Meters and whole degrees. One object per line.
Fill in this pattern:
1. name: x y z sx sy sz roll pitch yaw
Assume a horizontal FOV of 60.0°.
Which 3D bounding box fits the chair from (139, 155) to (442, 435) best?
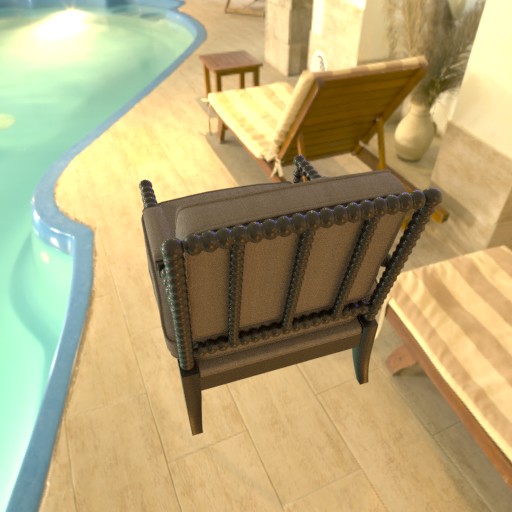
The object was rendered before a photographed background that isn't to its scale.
1. chair: 0.000 0.000 1.140 0.540 0.661 0.622 -12 42 -14
